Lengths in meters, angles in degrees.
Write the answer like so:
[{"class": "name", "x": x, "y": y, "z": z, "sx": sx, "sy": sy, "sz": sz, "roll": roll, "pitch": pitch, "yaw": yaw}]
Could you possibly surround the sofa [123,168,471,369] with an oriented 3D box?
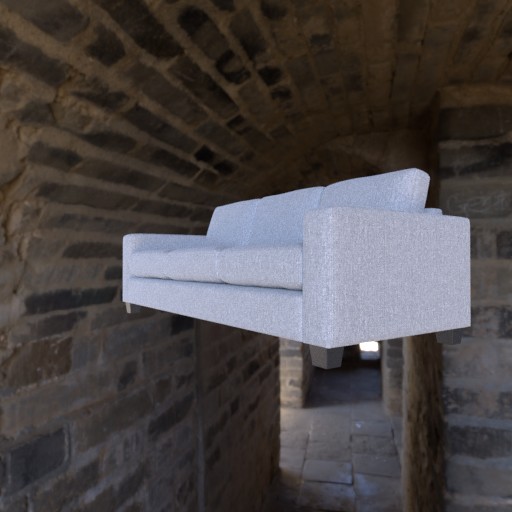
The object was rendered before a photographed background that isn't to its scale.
[{"class": "sofa", "x": 0.000, "y": 0.000, "z": 2.595, "sx": 0.900, "sy": 0.800, "sz": 2.120, "roll": 0, "pitch": -1, "yaw": -35}]
